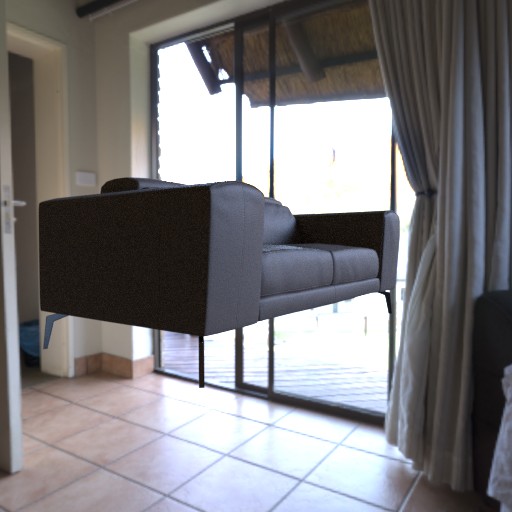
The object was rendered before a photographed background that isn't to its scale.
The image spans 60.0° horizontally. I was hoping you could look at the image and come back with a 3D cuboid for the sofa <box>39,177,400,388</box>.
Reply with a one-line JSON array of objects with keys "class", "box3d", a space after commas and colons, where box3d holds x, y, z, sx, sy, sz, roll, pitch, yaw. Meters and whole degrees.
[{"class": "sofa", "box3d": [0.000, 0.000, 2.385, 1.003, 0.779, 1.895, 1, 2, 35]}]
